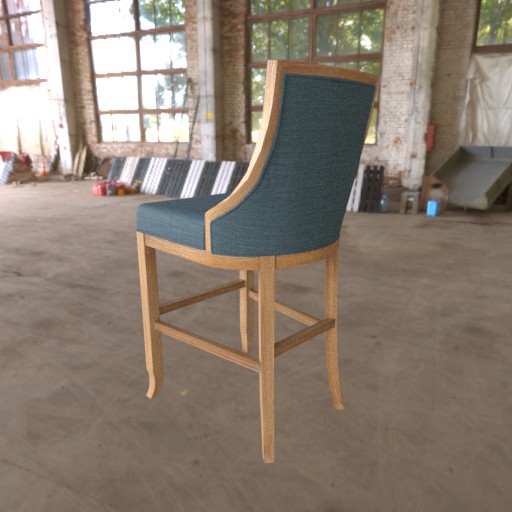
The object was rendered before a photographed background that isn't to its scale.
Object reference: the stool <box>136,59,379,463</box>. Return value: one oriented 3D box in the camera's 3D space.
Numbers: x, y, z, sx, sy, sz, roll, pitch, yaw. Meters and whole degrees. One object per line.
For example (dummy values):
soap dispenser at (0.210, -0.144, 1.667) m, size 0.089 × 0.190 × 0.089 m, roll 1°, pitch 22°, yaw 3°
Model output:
stool at (0.000, 0.000, 1.460) m, size 0.626 × 1.101 × 0.524 m, roll 15°, pitch 22°, yaw 43°
